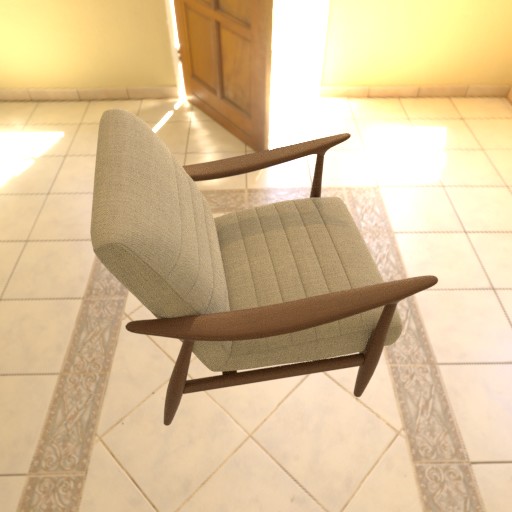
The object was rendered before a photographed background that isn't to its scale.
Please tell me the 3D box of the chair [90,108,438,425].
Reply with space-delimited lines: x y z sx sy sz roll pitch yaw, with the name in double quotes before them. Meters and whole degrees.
"chair" 0.000 0.000 1.410 0.798 0.832 0.741 -8 48 -7
